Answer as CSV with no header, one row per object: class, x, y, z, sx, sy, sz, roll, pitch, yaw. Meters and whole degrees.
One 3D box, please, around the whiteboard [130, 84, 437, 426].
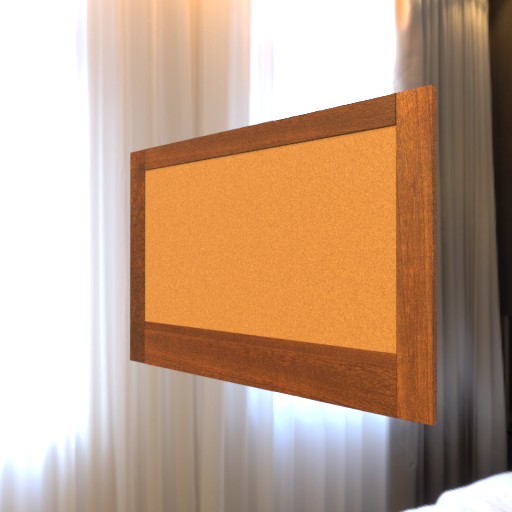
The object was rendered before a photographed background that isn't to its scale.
whiteboard,0.000,0.000,0.991,0.783,0.559,0.083,0,0,37
